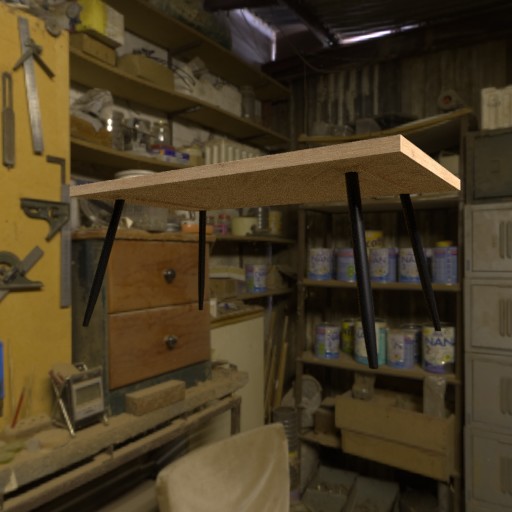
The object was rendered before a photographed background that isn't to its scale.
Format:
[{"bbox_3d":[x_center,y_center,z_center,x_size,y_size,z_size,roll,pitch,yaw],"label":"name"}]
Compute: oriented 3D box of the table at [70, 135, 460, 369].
[{"bbox_3d":[0.000,0.000,2.326,1.803,0.762,0.991,0,0,35],"label":"table"}]
